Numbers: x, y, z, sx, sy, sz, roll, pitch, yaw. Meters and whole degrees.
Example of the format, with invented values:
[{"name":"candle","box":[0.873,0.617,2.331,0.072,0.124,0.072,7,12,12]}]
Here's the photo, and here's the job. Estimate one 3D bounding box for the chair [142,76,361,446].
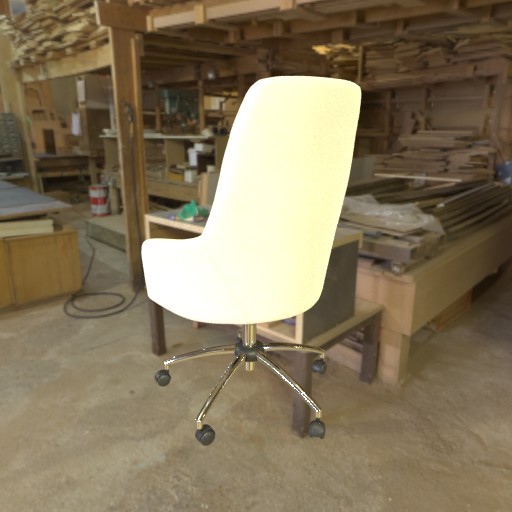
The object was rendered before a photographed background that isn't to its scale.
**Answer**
[{"name":"chair","box":[0.000,0.000,1.445,0.620,1.049,0.640,-16,23,-42]}]
